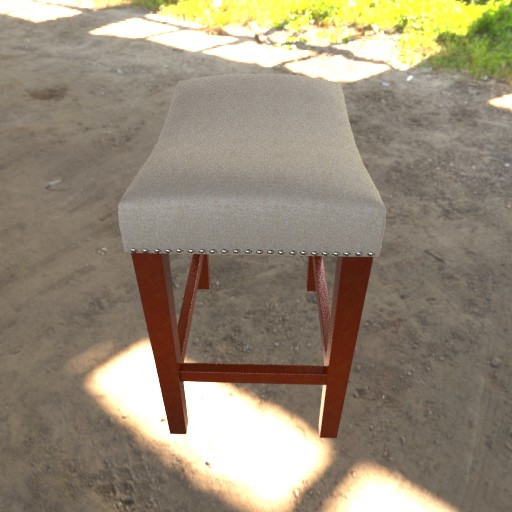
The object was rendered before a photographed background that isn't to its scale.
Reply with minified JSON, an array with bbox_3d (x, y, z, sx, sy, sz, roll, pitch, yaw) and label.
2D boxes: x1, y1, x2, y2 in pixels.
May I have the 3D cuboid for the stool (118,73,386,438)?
[{"bbox_3d":[0.000,0.000,0.961,0.375,0.632,0.509,1,40,1],"label":"stool"}]
